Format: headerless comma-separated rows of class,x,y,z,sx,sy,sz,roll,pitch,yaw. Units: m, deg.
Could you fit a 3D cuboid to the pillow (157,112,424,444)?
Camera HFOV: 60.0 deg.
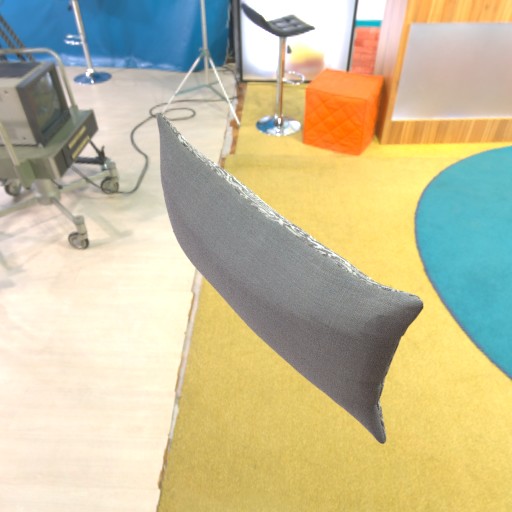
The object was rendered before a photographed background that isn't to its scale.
pillow,0.000,0.000,0.745,0.148,0.290,0.631,-26,47,-27
